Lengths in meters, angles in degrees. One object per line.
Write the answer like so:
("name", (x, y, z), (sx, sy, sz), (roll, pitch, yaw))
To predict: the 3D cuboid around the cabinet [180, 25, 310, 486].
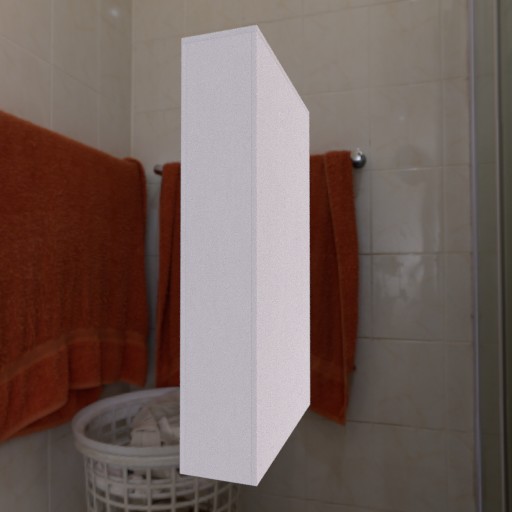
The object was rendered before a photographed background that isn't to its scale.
("cabinet", (0.000, 0.000, 1.624), (0.250, 1.280, 0.750), (0, -1, 18))
